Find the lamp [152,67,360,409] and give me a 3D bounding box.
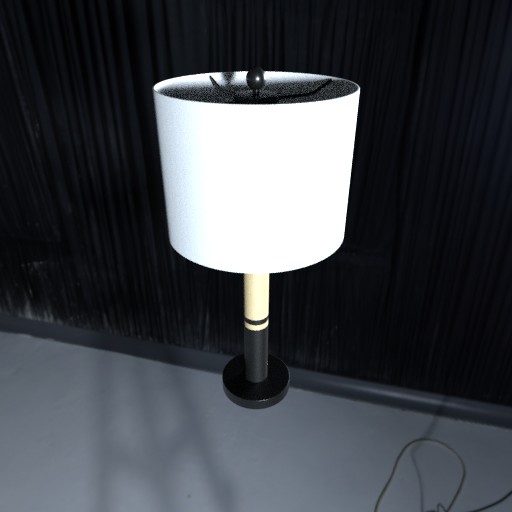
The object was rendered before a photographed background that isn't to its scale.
[{"bbox_3d":[0.000,0.000,0.810,0.305,0.640,0.305,7,30,12],"label":"lamp"}]
